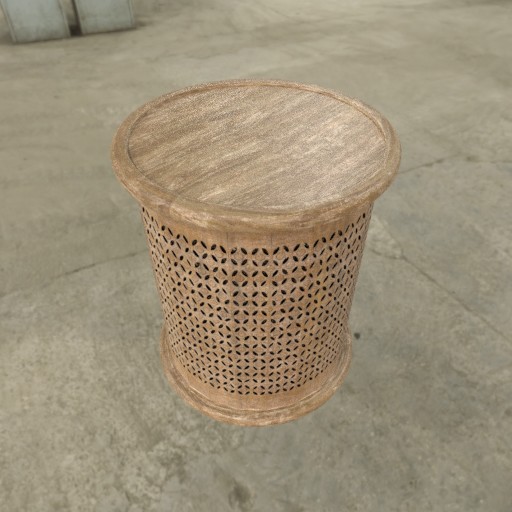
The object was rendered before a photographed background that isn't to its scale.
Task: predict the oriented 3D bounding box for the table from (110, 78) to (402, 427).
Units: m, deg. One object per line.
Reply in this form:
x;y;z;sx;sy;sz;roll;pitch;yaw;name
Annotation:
0.000;0.000;0.793;0.407;0.482;0.407;0;42;0;table
